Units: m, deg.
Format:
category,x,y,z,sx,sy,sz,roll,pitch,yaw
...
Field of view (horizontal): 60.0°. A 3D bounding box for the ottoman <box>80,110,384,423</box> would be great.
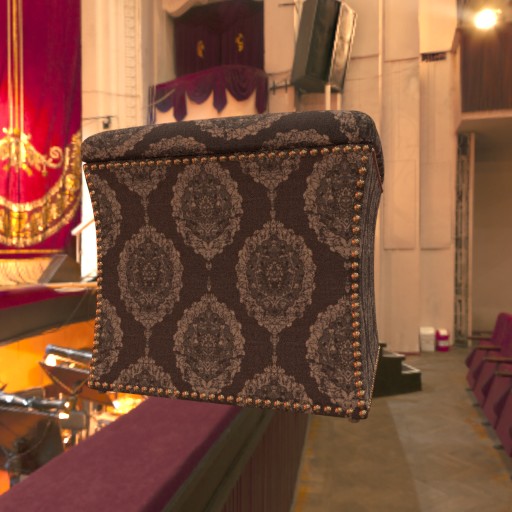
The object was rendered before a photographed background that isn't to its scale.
category,x,y,z,sx,sy,sz,roll,pitch,yaw
ottoman,0.000,0.000,0.915,0.507,0.475,0.497,0,1,18
